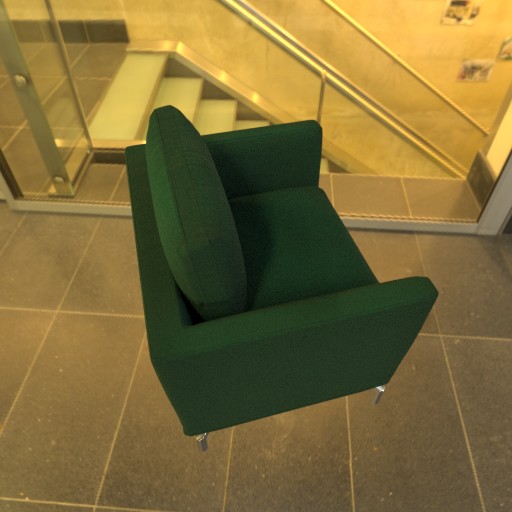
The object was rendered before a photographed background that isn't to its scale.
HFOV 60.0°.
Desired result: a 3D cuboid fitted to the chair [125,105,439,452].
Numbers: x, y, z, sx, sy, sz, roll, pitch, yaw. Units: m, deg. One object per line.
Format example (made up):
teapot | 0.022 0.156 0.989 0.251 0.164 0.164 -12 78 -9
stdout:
chair | 0.000 0.000 1.740 0.852 0.997 1.047 -11 48 -10
